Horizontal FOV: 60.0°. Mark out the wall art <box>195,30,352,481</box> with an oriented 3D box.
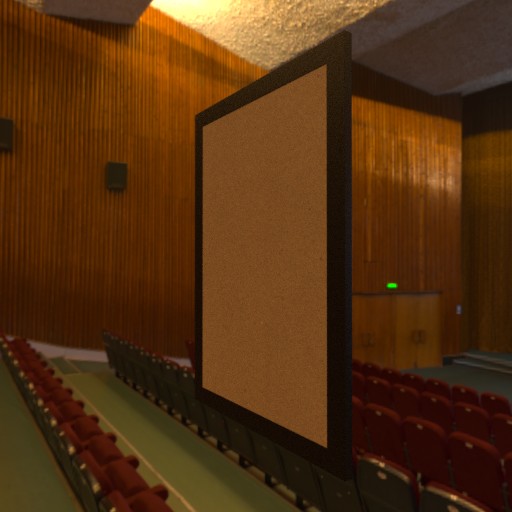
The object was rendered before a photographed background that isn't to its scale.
[{"bbox_3d":[0.000,0.000,0.682,0.013,0.534,0.381,0,-1,-35],"label":"wall art"}]
